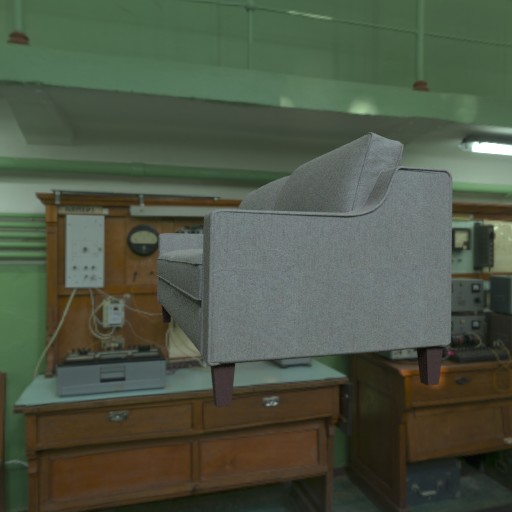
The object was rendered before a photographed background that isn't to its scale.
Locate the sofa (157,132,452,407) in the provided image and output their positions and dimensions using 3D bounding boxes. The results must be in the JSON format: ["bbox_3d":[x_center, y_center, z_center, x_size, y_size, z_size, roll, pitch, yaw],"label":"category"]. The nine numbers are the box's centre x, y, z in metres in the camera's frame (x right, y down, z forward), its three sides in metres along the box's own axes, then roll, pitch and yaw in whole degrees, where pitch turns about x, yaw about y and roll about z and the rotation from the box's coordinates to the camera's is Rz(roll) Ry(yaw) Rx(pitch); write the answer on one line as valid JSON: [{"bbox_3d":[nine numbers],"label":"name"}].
[{"bbox_3d":[0.000,0.000,2.728,1.073,1.074,2.181,0,0,-17],"label":"sofa"}]
